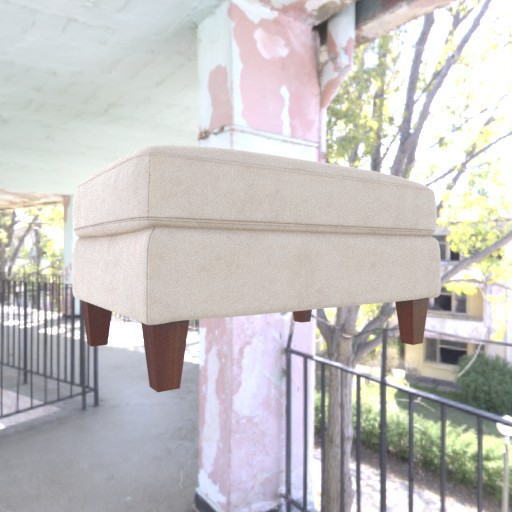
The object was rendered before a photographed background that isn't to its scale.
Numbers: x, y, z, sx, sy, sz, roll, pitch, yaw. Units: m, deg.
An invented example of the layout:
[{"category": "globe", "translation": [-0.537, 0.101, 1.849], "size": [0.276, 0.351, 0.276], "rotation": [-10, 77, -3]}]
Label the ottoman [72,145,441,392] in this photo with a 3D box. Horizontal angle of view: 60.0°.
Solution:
[{"category": "ottoman", "translation": [0.000, 0.000, 1.217], "size": [0.864, 0.483, 0.584], "rotation": [0, 0, -34]}]
